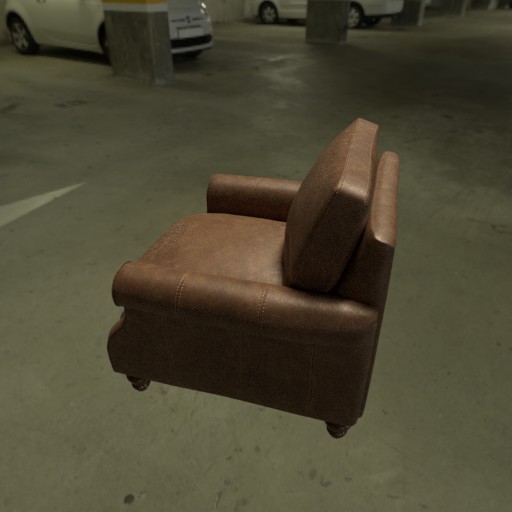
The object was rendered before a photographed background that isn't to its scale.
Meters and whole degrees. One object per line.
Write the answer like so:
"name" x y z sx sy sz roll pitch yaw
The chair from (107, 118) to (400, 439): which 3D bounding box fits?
"chair" 0.000 0.000 1.769 1.002 0.976 0.996 9 33 14
